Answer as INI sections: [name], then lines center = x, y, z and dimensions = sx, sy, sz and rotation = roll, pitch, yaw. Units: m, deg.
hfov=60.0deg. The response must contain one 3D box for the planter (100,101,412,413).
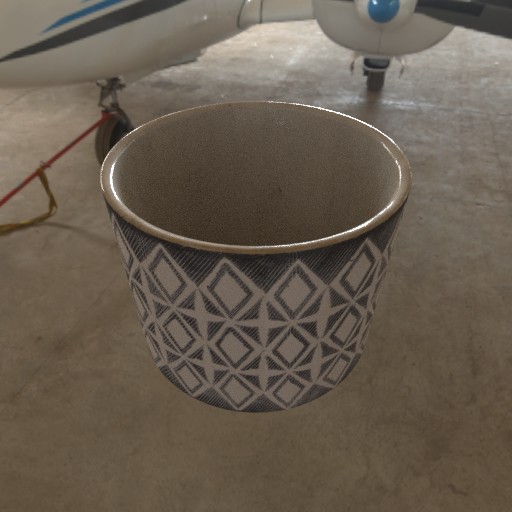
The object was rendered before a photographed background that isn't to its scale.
[planter]
center = 0.000, 0.000, 0.335
dimensions = 0.192, 0.165, 0.192
rotation = 0, 40, 0
